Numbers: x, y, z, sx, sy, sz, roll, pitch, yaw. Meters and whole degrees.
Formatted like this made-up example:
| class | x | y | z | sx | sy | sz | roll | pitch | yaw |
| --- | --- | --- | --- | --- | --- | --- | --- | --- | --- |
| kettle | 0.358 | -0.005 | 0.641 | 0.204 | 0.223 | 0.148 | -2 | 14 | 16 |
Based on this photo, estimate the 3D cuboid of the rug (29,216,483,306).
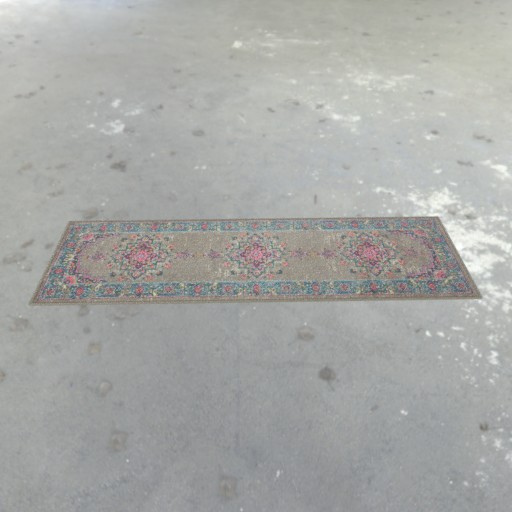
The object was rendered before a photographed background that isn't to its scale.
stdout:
| class | x | y | z | sx | sy | sz | roll | pitch | yaw |
| --- | --- | --- | --- | --- | --- | --- | --- | --- | --- |
| rug | 0.000 | 0.000 | 1.983 | 1.827 | 0.012 | 0.553 | -1 | 42 | -1 |
